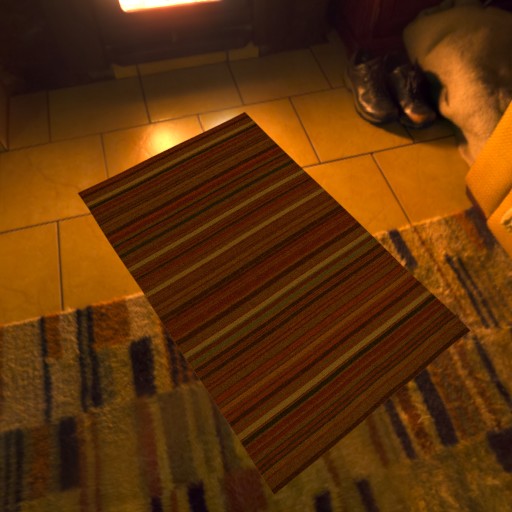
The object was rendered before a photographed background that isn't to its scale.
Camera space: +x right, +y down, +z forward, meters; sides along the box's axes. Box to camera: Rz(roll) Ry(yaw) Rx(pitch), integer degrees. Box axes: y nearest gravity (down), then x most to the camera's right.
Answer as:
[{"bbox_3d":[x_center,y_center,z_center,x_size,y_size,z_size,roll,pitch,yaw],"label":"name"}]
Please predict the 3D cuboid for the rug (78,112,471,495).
[{"bbox_3d":[0.000,0.000,3.012,1.523,0.008,2.438,-32,64,-18],"label":"rug"}]
